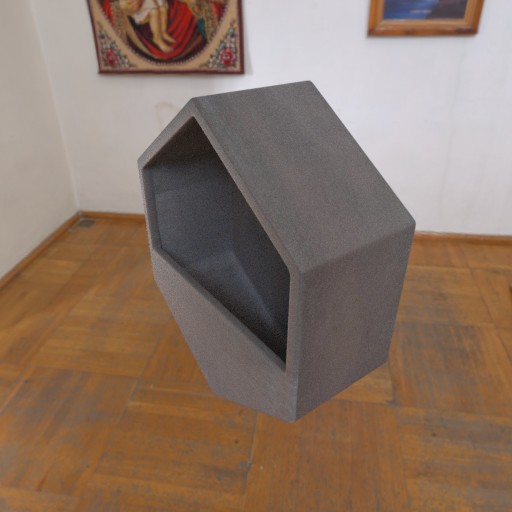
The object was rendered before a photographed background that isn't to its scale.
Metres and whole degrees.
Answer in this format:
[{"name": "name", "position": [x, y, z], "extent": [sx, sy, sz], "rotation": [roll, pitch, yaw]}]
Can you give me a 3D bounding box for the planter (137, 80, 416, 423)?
[{"name": "planter", "position": [0.000, 0.000, 0.286], "extent": [0.077, 0.206, 0.169], "rotation": [-21, 38, -30]}]
